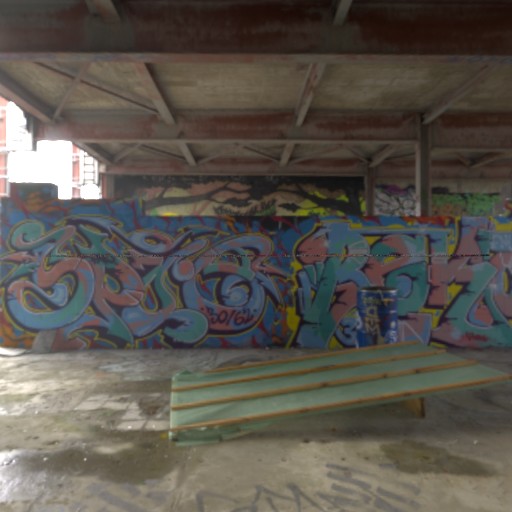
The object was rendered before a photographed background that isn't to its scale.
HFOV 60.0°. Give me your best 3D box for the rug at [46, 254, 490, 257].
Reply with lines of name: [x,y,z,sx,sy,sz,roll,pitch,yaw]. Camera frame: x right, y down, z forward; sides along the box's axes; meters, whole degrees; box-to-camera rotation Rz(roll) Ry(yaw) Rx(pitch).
rug: [0.000,0.000,2.629,2.362,0.008,0.832,0,0,19]
